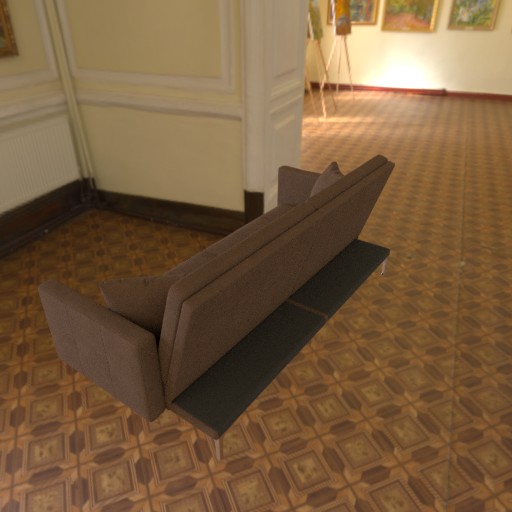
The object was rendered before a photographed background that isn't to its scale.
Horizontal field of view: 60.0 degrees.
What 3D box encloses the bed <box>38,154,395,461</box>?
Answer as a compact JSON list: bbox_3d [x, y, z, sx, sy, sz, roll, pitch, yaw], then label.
[{"bbox_3d":[0.000,0.000,2.358,0.889,0.787,1.905,20,36,30],"label":"bed"}]
